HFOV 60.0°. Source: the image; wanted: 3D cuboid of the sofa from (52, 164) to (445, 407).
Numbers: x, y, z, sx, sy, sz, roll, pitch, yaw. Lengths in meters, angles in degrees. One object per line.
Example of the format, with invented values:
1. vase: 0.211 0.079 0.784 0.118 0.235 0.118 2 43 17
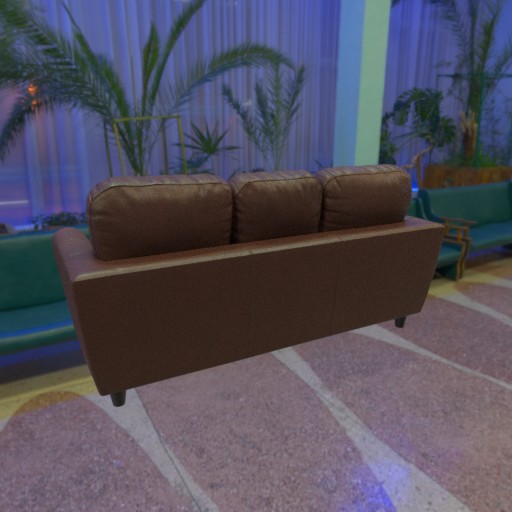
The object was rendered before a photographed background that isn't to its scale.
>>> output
1. sofa: 0.000 0.000 2.293 1.862 0.915 0.802 -9 18 -27
